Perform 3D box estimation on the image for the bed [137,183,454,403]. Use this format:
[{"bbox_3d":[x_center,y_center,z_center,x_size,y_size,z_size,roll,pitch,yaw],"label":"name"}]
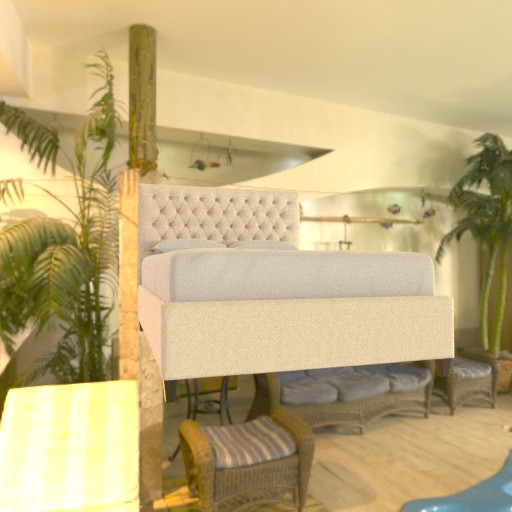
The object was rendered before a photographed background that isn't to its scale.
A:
[{"bbox_3d":[0.000,0.000,3.453,1.698,1.427,2.387,0,-1,-17],"label":"bed"}]
